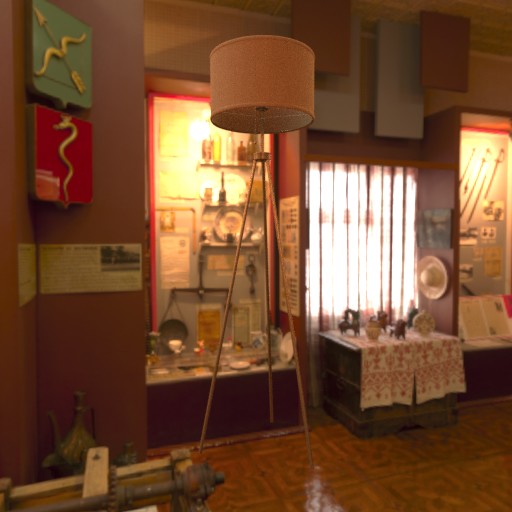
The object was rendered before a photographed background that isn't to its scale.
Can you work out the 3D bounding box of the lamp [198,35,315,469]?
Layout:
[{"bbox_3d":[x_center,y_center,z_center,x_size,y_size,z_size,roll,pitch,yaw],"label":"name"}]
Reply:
[{"bbox_3d":[0.000,0.000,1.758,0.460,1.545,0.449,-1,2,-17],"label":"lamp"}]
